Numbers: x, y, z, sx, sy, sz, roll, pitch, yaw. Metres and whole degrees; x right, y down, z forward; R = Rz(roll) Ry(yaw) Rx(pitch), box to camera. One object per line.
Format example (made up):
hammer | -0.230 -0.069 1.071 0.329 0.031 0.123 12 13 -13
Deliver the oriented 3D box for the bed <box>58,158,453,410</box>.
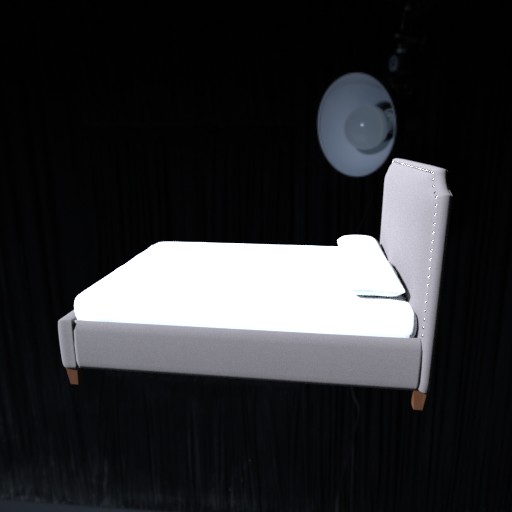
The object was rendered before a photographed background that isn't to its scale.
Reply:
bed | 0.000 0.000 3.437 2.372 1.443 1.713 2 15 7
